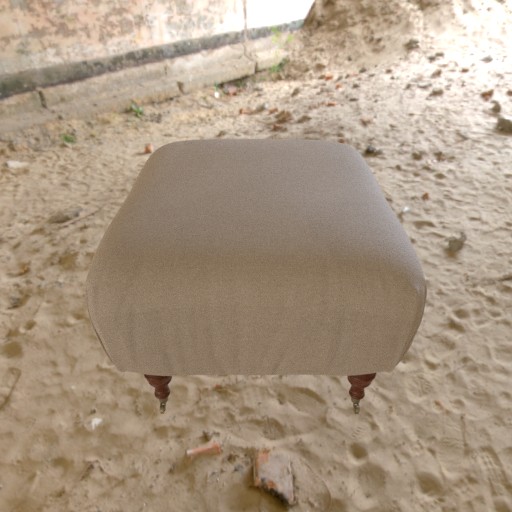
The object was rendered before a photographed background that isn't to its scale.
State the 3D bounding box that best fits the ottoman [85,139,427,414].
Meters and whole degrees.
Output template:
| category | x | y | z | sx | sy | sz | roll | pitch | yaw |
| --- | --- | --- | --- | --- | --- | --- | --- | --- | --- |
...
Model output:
| category | x | y | z | sx | sy | sz | roll | pitch | yaw |
| --- | --- | --- | --- | --- | --- | --- | --- | --- | --- |
| ottoman | 0.000 | 0.000 | 1.120 | 0.622 | 0.450 | 0.746 | 0 | 33 | 0 |
